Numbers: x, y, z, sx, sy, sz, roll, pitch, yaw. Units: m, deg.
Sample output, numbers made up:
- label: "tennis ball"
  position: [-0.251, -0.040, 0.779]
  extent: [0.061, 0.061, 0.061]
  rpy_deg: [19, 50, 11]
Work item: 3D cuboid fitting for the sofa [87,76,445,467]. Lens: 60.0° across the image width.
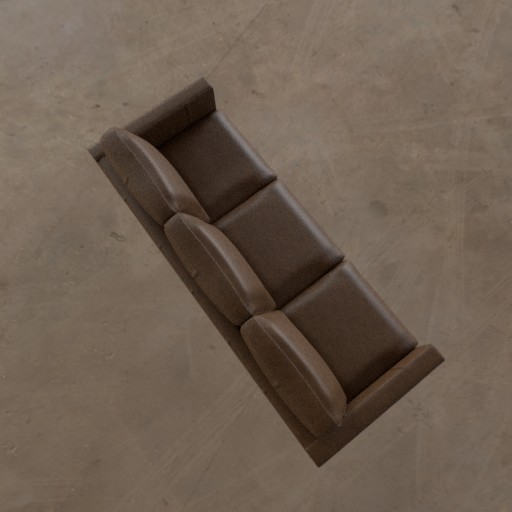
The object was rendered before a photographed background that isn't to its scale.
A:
- label: "sofa"
  position: [0.000, 0.000, 2.729]
  extent: [0.903, 0.930, 2.231]
  rpy_deg: [-36, 77, -10]
